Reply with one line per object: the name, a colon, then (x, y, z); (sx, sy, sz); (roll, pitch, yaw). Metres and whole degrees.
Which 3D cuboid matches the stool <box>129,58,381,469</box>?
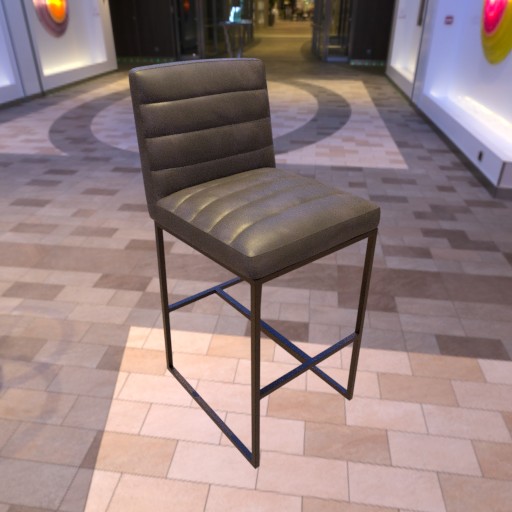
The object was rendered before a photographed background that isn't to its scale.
stool: (0.000, 0.000, 1.357); (0.463, 1.065, 0.562); (-21, 36, -33)
